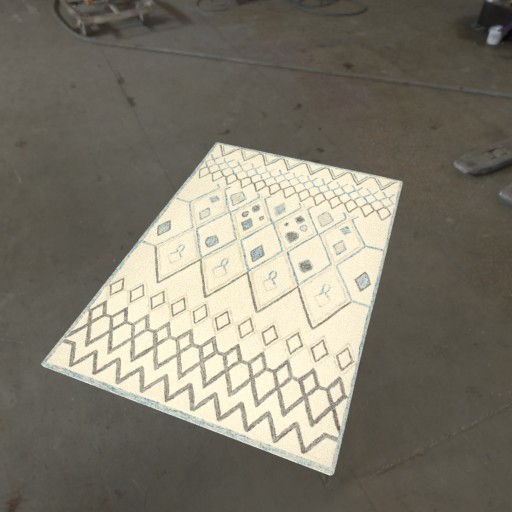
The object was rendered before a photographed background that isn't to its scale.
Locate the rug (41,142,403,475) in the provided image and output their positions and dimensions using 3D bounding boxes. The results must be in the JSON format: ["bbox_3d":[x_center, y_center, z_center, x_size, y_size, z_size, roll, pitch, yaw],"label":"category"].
[{"bbox_3d":[0.000,0.000,2.303,1.260,0.009,1.820,15,48,14],"label":"rug"}]
